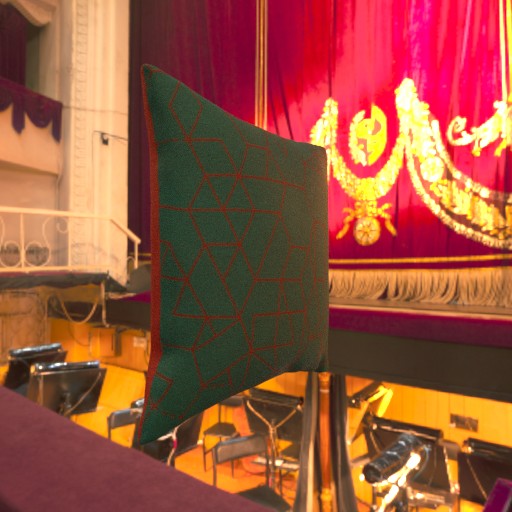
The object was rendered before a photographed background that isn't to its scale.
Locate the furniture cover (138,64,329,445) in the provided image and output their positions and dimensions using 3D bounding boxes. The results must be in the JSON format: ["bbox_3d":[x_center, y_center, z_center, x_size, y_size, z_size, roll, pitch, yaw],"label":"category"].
[{"bbox_3d":[0.000,0.000,0.795,0.158,0.508,0.517,-1,-1,36],"label":"furniture cover"}]
